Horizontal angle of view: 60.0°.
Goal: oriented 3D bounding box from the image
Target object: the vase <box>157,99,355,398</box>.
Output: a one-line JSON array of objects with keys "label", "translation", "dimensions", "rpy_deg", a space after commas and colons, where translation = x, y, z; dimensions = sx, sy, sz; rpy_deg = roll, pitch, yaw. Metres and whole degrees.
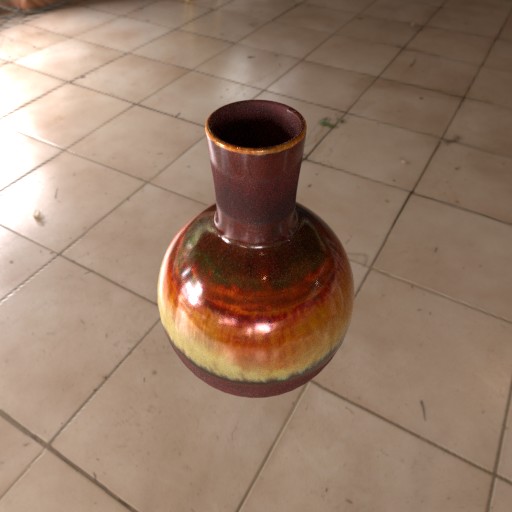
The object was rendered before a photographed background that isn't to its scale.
[{"label": "vase", "translation": [0.000, 0.000, 0.234], "dimensions": [0.111, 0.154, 0.111], "rpy_deg": [0, 46, 0]}]
